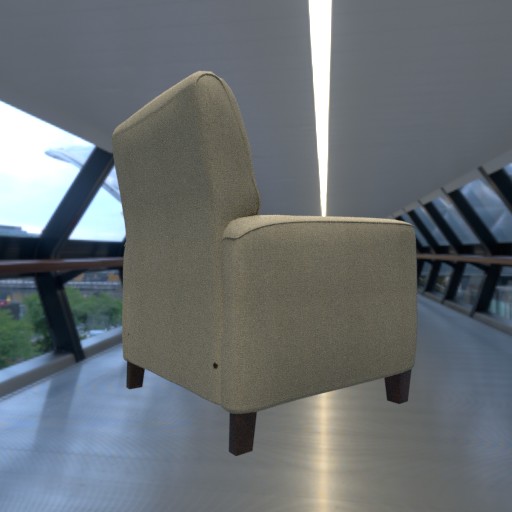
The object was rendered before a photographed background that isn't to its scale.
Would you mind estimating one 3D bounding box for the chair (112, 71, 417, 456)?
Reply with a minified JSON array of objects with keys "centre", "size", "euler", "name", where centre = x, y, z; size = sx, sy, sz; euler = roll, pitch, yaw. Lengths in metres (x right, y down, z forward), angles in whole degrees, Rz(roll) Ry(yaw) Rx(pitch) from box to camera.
[{"centre":[0.000,0.000,1.605],"size":[0.853,1.006,0.850],"euler":[0,-1,-37],"name":"chair"}]
